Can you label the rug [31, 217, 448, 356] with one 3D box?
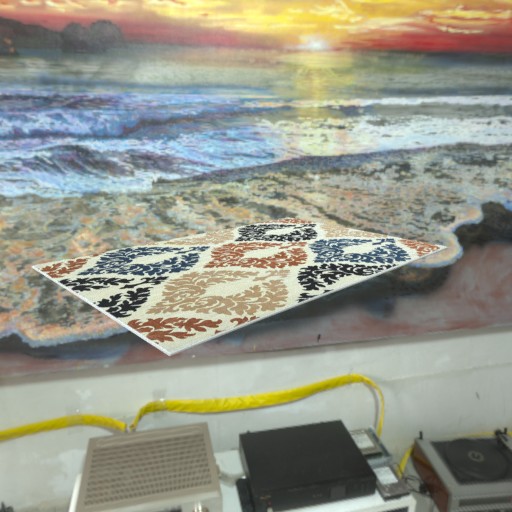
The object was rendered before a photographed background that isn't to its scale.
[{"bbox_3d":[0.000,0.000,2.876,2.275,0.014,1.514,-14,21,-41],"label":"rug"}]
